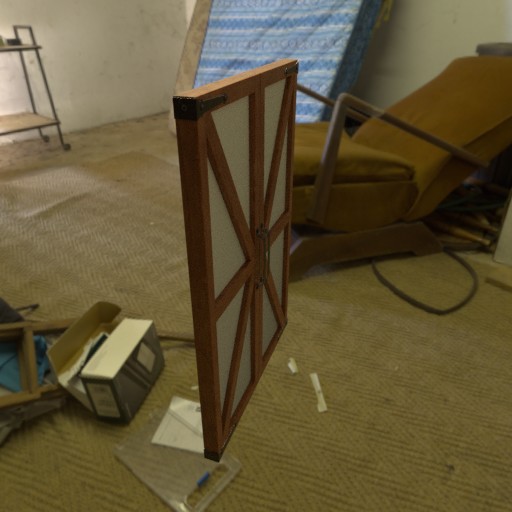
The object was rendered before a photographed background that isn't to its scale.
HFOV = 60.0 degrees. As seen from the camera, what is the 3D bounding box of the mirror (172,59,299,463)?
[{"bbox_3d":[0.000,0.000,0.990,0.053,0.761,0.517,10,31,18],"label":"mirror"}]
